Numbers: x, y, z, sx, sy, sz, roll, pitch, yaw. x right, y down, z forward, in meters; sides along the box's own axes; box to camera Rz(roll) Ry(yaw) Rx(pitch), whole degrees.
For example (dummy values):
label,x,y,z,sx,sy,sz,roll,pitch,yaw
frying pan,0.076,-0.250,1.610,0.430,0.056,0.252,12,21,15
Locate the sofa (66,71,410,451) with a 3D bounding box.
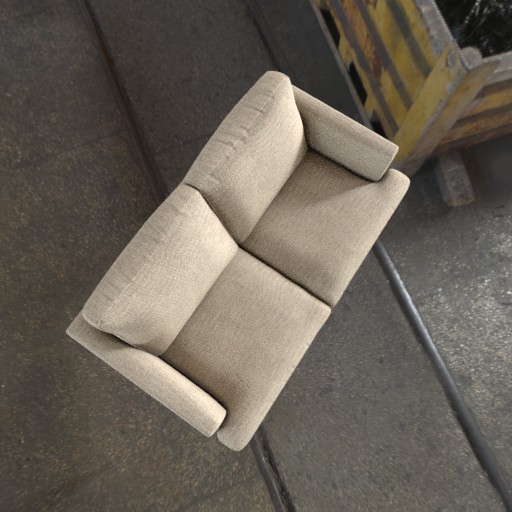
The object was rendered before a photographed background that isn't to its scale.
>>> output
label,x,y,z,sx,sy,sz,roll,pitch,yaw
sofa,0.000,0.000,2.170,0.903,0.944,1.582,33,78,8
